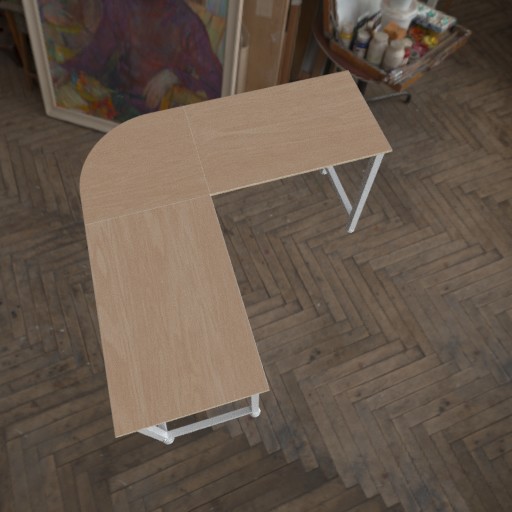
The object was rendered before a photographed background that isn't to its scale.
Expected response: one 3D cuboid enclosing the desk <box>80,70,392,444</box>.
[{"bbox_3d":[0.000,0.000,2.215,1.400,0.762,1.400,-15,64,-7],"label":"desk"}]
